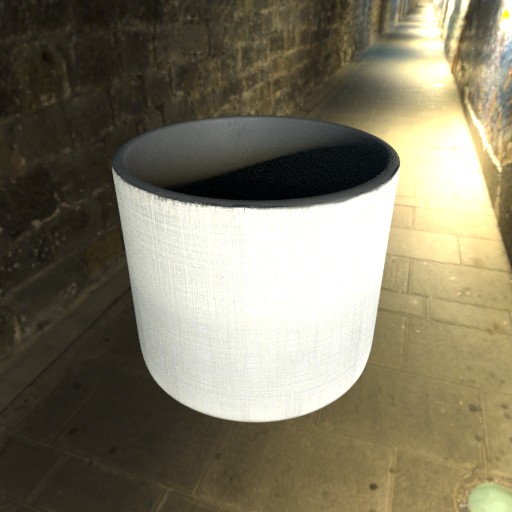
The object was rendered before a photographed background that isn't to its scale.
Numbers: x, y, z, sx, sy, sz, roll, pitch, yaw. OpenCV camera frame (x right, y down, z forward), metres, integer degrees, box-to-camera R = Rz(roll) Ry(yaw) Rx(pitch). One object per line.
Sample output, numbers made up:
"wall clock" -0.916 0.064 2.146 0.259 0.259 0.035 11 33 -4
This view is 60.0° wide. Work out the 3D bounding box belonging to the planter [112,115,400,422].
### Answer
"planter" 0.000 0.000 0.403 0.226 0.201 0.226 0 31 0
